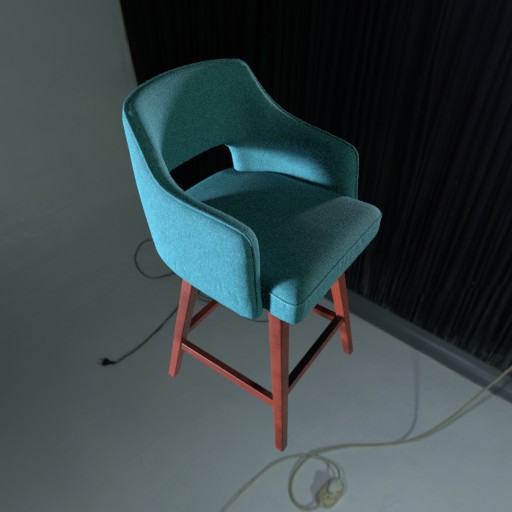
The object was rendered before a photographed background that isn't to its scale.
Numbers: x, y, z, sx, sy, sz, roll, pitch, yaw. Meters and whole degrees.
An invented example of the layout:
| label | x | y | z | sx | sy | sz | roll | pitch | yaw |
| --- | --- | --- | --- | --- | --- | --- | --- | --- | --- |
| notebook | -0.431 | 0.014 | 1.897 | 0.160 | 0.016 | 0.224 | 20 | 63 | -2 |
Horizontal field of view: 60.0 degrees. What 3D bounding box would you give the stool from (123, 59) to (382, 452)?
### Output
| label | x | y | z | sx | sy | sz | roll | pitch | yaw |
| --- | --- | --- | --- | --- | --- | --- | --- | --- | --- |
| stool | 0.000 | 0.000 | 1.301 | 0.556 | 0.961 | 0.548 | 25 | 46 | 27 |
